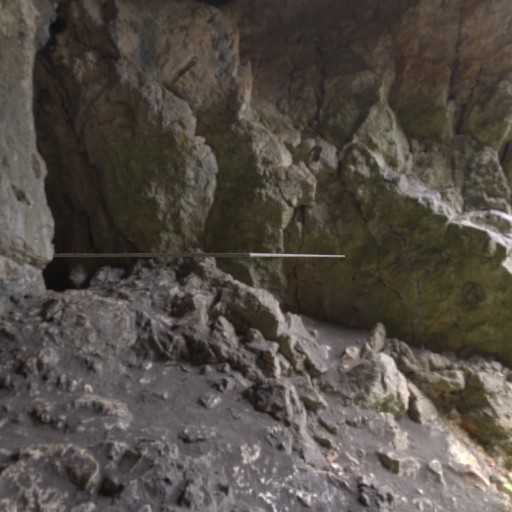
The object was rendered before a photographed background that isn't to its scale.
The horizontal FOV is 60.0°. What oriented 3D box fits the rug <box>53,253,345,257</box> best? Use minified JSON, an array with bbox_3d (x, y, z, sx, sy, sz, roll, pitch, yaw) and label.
[{"bbox_3d":[0.000,0.000,2.674,0.775,0.012,2.452,0,0,18],"label":"rug"}]
